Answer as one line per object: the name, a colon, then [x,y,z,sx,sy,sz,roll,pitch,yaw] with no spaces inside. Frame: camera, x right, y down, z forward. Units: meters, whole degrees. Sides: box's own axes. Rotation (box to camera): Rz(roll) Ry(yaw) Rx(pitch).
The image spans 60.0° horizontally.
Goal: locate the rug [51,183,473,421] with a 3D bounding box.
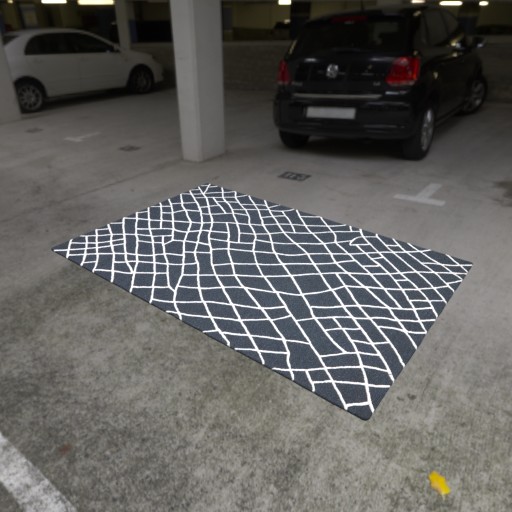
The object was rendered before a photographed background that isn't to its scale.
rug: [0.000,0.000,2.294,1.830,0.013,1.223,21,36,32]
